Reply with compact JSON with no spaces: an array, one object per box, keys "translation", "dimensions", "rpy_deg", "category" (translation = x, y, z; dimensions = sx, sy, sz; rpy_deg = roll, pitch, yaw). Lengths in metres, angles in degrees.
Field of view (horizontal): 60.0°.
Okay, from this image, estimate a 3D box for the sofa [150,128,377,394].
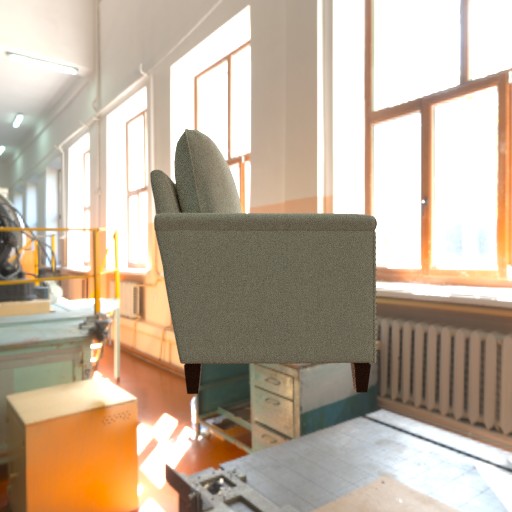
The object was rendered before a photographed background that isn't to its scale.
[{"translation":[0.000,0.000,2.478],"dimensions":[0.828,0.961,1.925],"rpy_deg":[0,0,-2],"category":"sofa"}]
